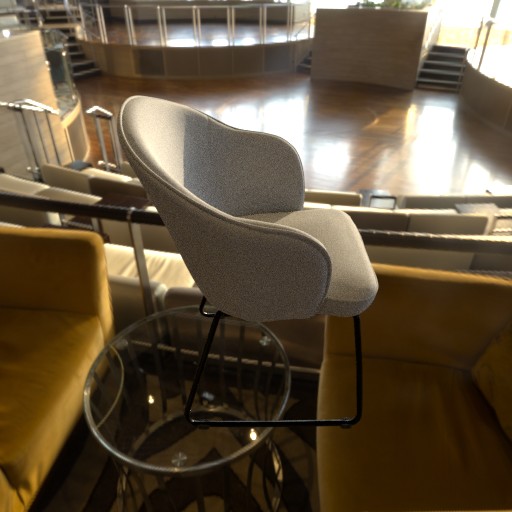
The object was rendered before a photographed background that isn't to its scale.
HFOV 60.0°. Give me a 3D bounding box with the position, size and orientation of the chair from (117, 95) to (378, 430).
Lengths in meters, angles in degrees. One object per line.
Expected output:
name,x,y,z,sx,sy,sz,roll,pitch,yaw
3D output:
chair,0.000,0.000,1.199,0.592,0.817,0.570,-1,34,-2
